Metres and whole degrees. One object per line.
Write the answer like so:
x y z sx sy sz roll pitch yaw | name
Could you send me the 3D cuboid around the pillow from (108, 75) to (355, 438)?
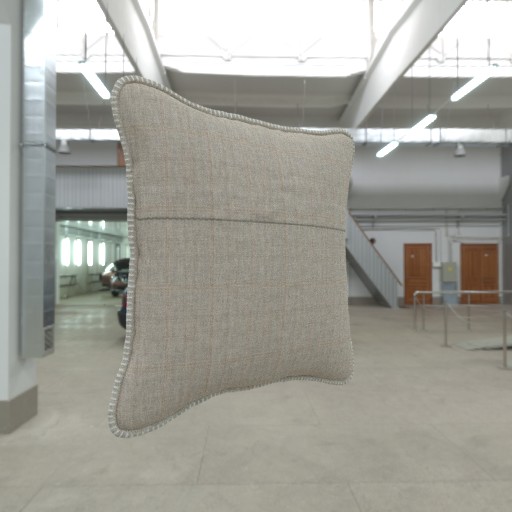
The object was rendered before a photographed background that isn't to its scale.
0.000 0.000 0.730 0.485 0.494 0.124 1 -1 -37 | pillow
